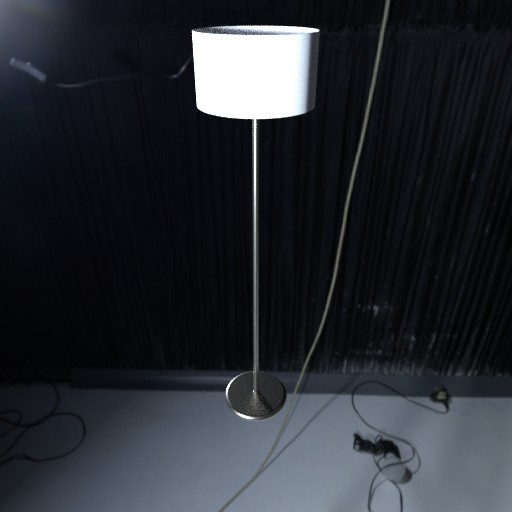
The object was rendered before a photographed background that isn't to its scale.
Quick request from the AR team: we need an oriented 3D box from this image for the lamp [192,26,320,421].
[{"bbox_3d":[0.000,0.000,1.585,0.347,1.443,0.347,0,31,0],"label":"lamp"}]
